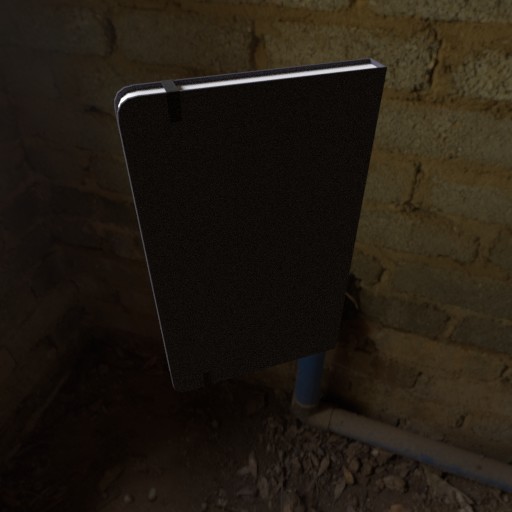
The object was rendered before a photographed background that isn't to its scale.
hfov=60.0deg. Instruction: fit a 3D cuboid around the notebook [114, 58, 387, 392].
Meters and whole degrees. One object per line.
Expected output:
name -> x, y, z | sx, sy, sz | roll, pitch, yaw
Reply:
notebook -> 0.000, 0.000, 0.269 | 0.127, 0.213, 0.016 | -12, 42, -14
